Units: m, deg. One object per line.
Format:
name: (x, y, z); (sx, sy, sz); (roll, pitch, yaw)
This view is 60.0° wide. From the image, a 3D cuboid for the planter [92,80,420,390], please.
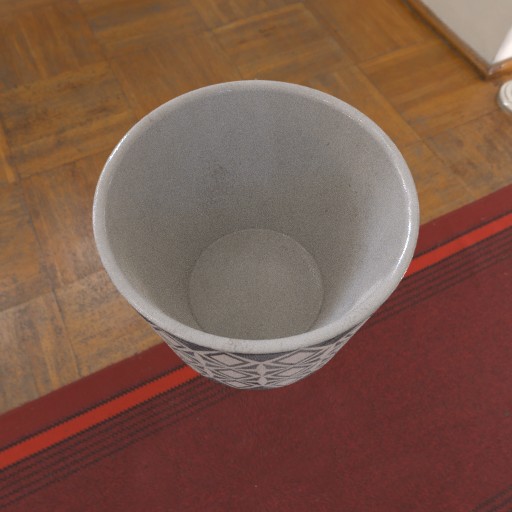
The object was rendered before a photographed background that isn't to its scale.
planter: (0.000, 0.000, 0.454); (0.260, 0.220, 0.260); (0, 63, 0)
